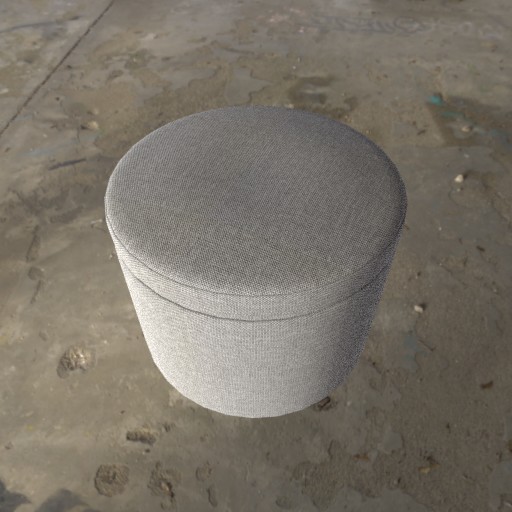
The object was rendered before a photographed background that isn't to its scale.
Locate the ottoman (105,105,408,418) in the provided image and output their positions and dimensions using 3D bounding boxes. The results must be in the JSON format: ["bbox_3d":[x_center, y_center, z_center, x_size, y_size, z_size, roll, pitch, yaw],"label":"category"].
[{"bbox_3d":[0.000,0.000,0.880,0.500,0.419,0.500,0,47,0],"label":"ottoman"}]
